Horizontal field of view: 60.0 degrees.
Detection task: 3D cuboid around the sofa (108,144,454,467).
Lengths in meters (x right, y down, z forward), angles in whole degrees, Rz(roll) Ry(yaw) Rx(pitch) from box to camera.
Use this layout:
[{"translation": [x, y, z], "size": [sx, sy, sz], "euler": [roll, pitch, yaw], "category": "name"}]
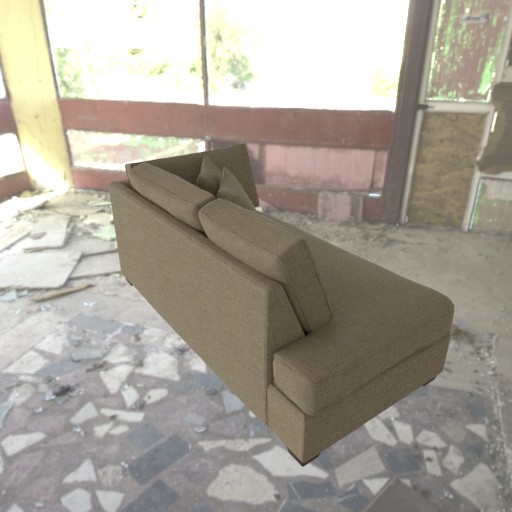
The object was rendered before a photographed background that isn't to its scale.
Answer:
[{"translation": [0.000, 0.000, 2.836], "size": [1.110, 1.019, 2.238], "euler": [-17, 30, -32], "category": "sofa"}]
